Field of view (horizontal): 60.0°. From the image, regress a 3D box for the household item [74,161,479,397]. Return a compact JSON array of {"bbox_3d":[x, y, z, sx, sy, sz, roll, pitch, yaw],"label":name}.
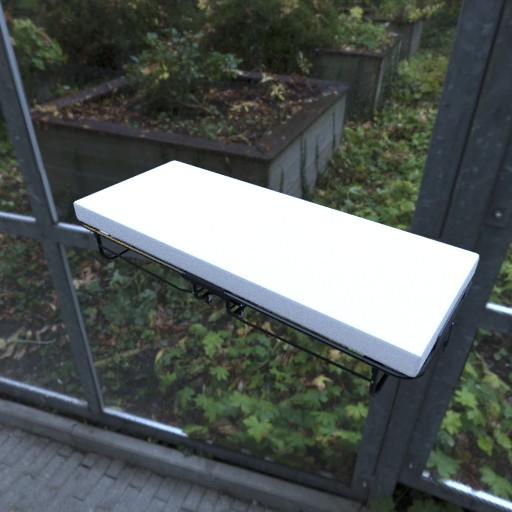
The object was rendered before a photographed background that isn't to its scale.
[{"bbox_3d":[0.000,0.000,2.216,1.905,0.356,0.787,22,39,30],"label":"household item"}]
